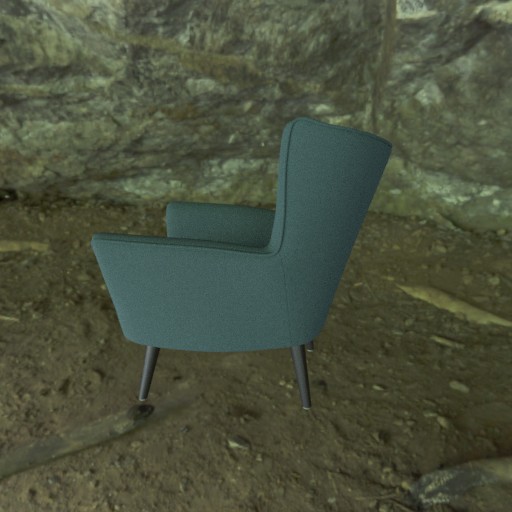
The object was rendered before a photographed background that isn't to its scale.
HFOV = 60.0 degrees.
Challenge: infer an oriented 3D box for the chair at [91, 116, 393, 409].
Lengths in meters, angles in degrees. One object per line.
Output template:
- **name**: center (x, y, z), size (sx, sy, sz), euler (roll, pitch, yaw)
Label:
- **chair**: center (0.000, 0.000, 1.611), size (0.888, 0.933, 0.781), euler (2, 15, 8)
